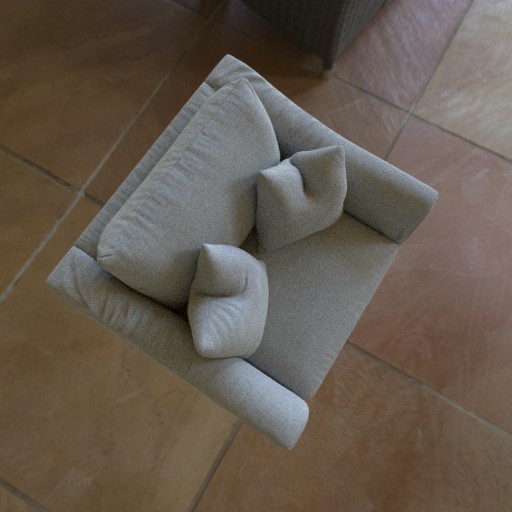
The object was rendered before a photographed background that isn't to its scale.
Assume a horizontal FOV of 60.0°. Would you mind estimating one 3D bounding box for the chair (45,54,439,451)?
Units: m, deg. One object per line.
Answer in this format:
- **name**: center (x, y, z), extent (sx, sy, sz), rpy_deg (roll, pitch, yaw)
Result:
- **chair**: center (0.000, 0.000, 1.968), extent (1.071, 1.059, 1.194), rpy_deg (32, 77, 9)
